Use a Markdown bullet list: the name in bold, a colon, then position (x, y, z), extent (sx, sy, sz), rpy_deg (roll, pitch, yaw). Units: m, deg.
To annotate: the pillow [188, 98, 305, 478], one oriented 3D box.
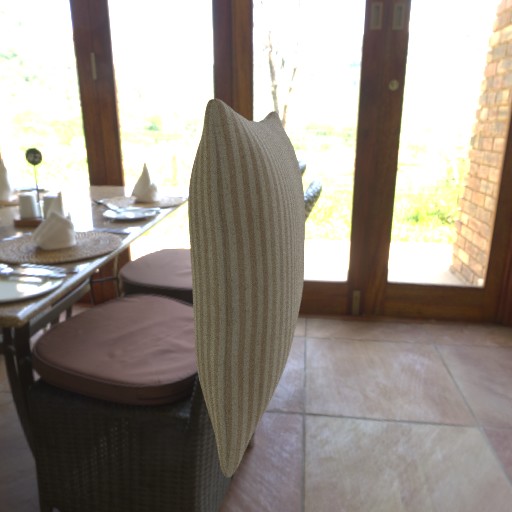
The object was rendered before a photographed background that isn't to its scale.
- **pillow**: position (0.000, 0.000, 0.797), extent (0.166, 0.510, 0.523), rpy_deg (3, 17, 10)
